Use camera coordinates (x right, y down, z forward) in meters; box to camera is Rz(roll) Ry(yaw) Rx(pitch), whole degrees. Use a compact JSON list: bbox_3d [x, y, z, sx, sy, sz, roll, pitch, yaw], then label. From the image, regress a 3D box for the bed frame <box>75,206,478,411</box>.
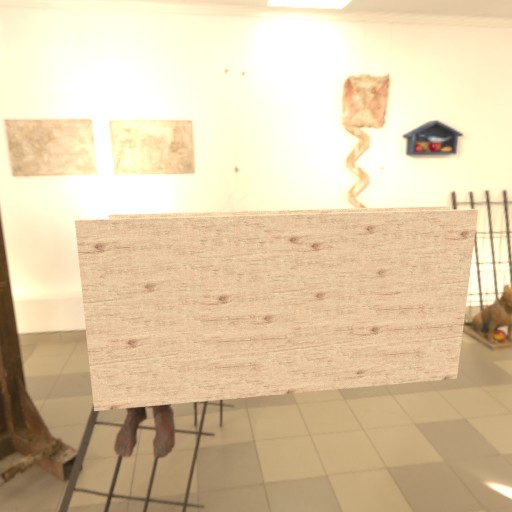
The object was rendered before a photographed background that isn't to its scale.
[{"bbox_3d":[0.000,0.000,3.210,1.950,0.970,2.080,-2,15,-9],"label":"bed frame"}]
